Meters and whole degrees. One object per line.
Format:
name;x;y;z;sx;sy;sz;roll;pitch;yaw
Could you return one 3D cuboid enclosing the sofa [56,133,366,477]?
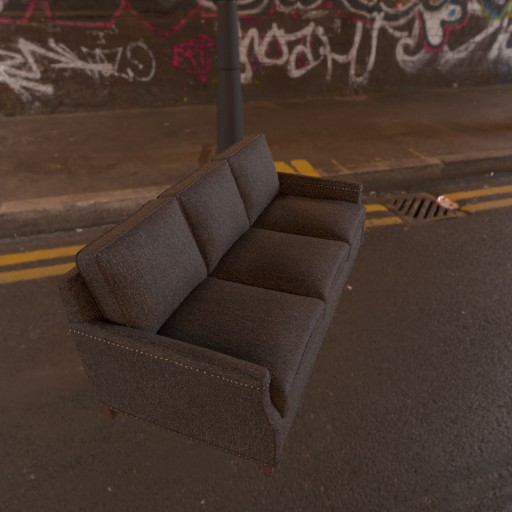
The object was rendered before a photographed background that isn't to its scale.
sofa;0.000;0.000;2.816;1.084;1.003;2.246;11;33;18
